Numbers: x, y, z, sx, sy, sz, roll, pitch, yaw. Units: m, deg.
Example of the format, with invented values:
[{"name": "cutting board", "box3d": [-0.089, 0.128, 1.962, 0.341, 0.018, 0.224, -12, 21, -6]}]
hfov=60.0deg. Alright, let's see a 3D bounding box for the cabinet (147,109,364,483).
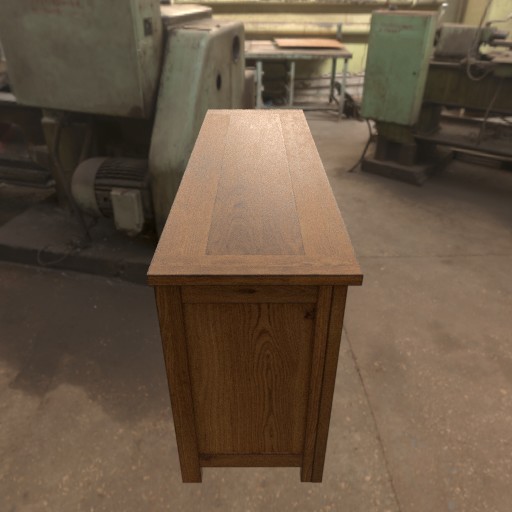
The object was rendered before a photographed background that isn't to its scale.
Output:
[{"name": "cabinet", "box3d": [0.000, 0.000, 1.805, 0.480, 0.813, 1.474, 0, 32, 0]}]
